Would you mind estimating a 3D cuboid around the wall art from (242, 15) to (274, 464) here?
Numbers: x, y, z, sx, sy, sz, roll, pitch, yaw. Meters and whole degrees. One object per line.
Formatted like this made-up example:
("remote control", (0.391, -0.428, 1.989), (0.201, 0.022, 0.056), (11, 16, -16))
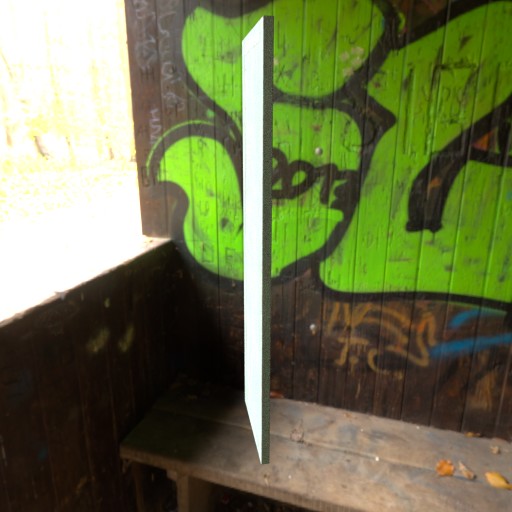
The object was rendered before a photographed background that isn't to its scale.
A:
("wall art", (0.000, 0.000, 1.320), (0.025, 1.219, 0.329), (-3, 17, -10))
